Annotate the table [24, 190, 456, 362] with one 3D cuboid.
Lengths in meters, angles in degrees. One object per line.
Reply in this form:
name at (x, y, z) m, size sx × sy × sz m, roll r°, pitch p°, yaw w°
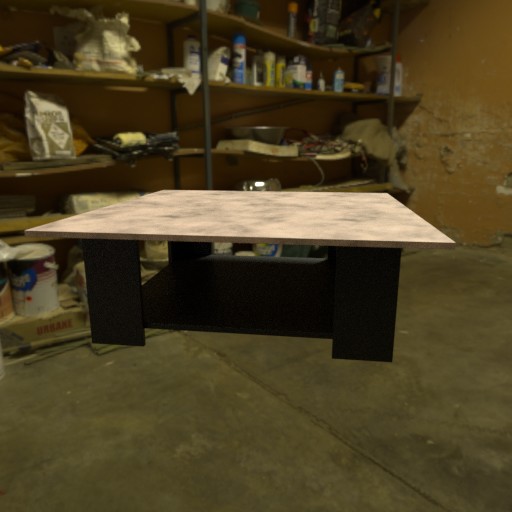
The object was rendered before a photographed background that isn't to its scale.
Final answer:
table at (0.000, 0.000, 1.364) m, size 0.890 × 0.305 × 0.890 m, roll 2°, pitch 14°, yaw 8°
